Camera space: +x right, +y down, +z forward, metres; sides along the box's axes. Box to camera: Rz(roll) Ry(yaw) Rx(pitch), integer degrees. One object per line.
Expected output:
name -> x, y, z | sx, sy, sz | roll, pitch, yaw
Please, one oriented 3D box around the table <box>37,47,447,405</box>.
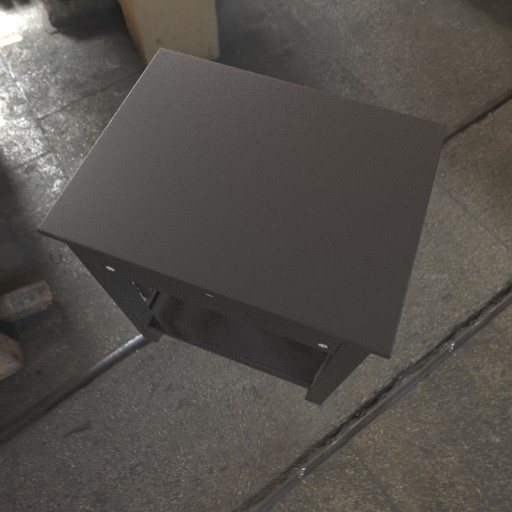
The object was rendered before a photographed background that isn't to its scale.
table -> 0.000, 0.000, 1.028 | 0.564, 0.646, 0.451 | 19, 65, 9
